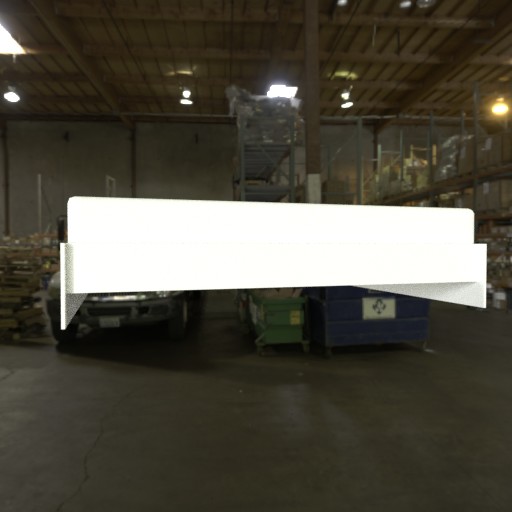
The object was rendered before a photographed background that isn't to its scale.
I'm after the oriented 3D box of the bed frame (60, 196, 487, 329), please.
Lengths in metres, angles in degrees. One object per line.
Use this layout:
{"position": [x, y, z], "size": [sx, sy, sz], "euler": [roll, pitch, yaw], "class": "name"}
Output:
{"position": [0.000, 0.000, 2.600], "size": [1.945, 0.497, 1.445], "euler": [0, 1, -17], "class": "bed frame"}
